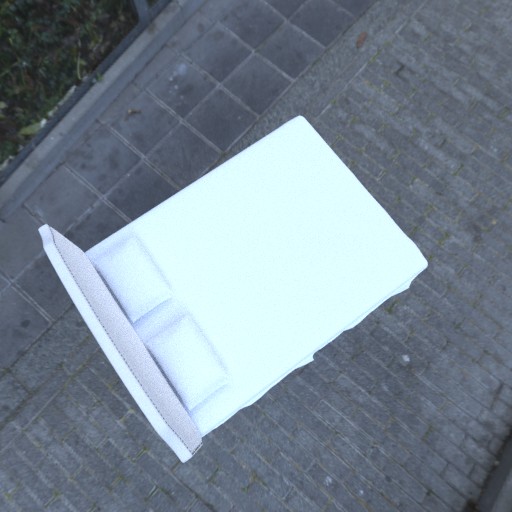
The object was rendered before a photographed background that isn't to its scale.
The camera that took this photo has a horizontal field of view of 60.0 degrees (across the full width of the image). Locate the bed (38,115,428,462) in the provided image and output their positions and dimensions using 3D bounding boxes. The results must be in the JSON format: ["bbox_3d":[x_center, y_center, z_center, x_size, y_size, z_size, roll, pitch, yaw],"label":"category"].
[{"bbox_3d":[0.000,0.000,2.953,1.999,1.270,1.558,-35,77,-9],"label":"bed"}]
